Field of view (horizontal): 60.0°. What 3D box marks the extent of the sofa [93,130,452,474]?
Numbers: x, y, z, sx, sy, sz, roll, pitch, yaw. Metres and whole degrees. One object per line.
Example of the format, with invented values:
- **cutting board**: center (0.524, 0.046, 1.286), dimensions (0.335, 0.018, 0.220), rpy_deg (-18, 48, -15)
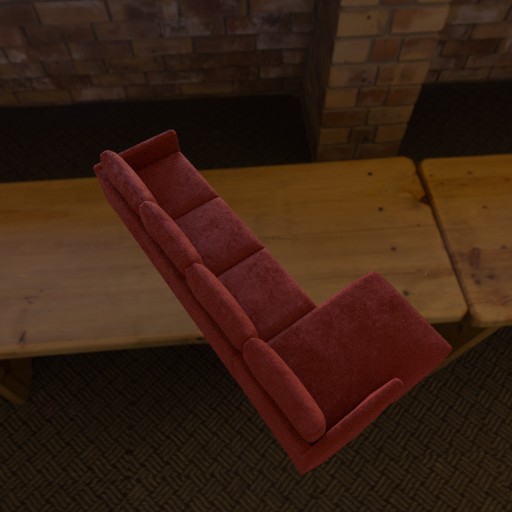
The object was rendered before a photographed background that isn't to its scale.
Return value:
- **sofa**: center (0.000, 0.000, 2.974), dimensions (1.136, 0.663, 2.467), rpy_deg (-32, 63, -18)
